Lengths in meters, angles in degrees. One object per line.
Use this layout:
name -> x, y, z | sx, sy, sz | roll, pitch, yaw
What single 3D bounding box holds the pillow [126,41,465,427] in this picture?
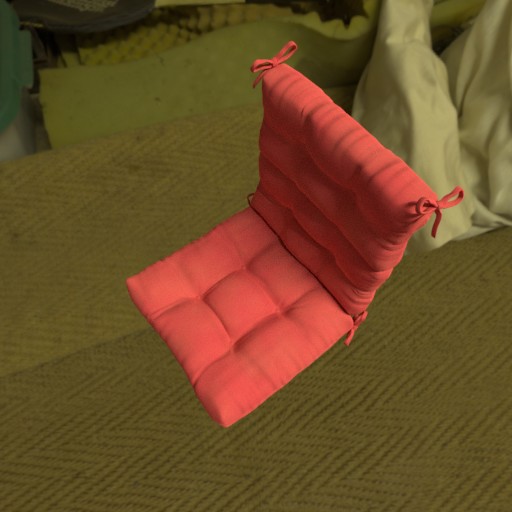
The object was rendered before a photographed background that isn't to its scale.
pillow -> 0.000, 0.000, 1.027 | 0.571, 0.605, 0.519 | -34, 68, -16
